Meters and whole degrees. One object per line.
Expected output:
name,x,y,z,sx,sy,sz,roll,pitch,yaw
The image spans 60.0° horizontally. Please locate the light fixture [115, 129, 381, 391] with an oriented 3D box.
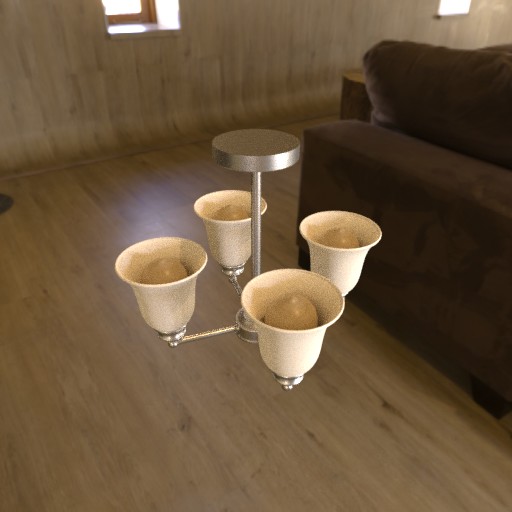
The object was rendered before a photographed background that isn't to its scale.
light fixture,0.000,0.000,0.706,0.427,0.370,0.427,-10,33,-16
